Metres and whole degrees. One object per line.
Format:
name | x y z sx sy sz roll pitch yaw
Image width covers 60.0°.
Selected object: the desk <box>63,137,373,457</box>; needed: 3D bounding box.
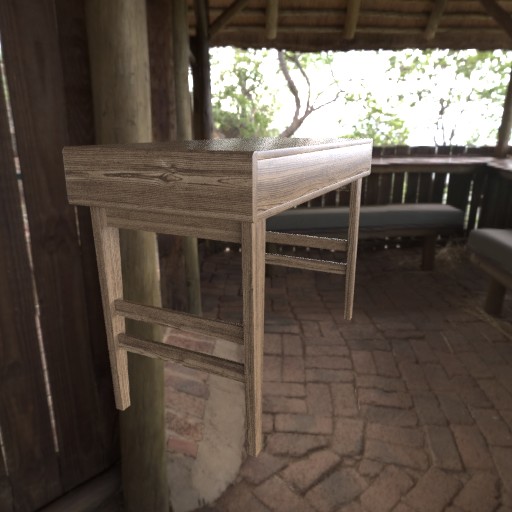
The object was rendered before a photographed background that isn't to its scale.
desk | 0.000 0.000 1.508 0.508 0.755 1.067 8 18 25
